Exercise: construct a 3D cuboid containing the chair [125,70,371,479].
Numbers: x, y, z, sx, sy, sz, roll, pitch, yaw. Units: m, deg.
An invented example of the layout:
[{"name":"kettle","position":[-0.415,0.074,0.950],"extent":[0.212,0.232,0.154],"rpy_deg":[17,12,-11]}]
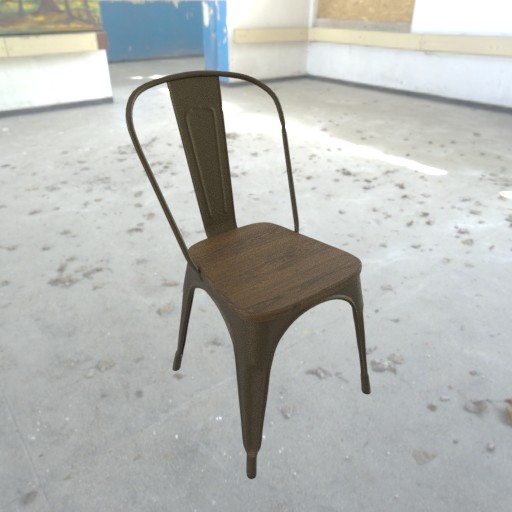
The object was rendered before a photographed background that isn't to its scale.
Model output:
[{"name":"chair","position":[0.000,0.000,1.154],"extent":[0.451,0.844,0.532],"rpy_deg":[-21,36,-32]}]
